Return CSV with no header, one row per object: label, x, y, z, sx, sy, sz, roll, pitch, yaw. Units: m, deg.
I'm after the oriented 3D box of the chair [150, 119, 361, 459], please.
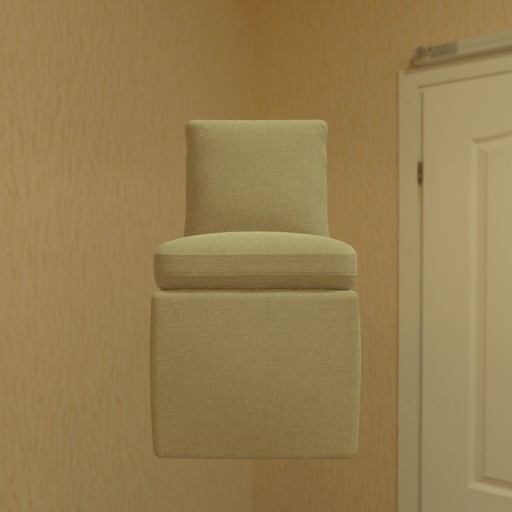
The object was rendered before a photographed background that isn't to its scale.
chair,0.000,0.000,1.334,0.503,0.927,0.698,0,1,0
